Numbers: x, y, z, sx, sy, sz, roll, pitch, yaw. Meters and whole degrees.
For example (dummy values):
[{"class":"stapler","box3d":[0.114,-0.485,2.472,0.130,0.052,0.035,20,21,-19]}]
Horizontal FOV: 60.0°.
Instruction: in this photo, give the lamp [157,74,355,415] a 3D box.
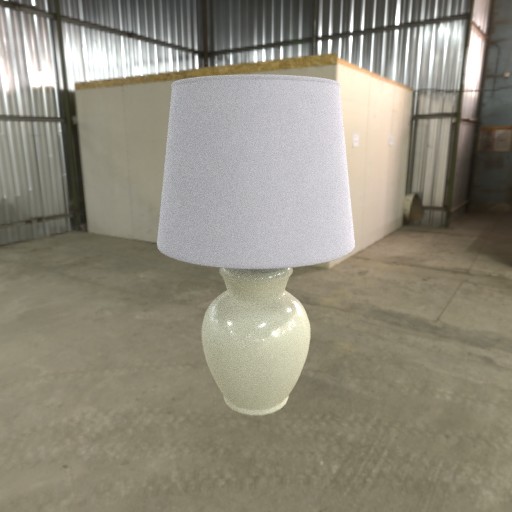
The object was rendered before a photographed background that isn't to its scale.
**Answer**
[{"class":"lamp","box3d":[0.000,0.000,0.553,0.239,0.399,0.239,0,15,0]}]
